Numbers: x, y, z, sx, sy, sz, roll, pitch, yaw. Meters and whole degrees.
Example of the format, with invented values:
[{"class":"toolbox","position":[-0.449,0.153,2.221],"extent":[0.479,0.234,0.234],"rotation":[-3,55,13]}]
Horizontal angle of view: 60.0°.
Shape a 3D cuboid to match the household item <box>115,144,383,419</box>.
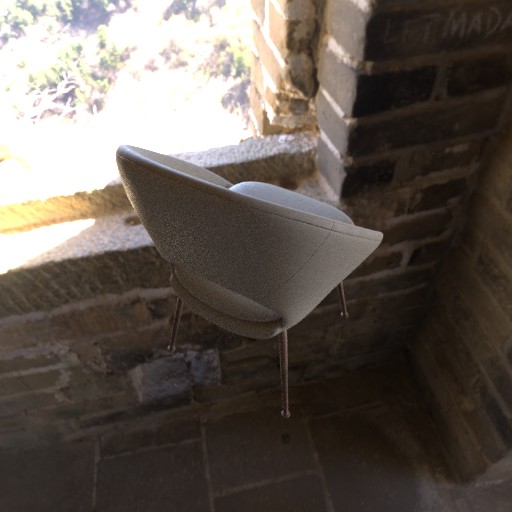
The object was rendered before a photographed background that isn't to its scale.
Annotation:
[{"class":"household item","position":[0.000,0.000,1.247],"extent":[0.623,0.852,0.573],"rotation":[23,49,22]}]
